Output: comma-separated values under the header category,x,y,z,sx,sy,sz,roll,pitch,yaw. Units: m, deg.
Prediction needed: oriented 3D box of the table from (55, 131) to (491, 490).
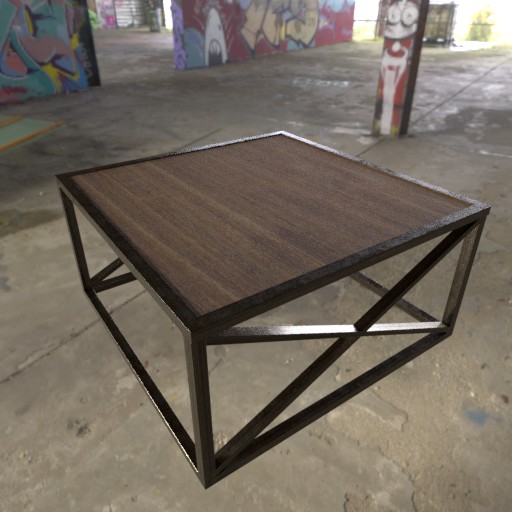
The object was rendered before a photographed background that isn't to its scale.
category,x,y,z,sx,sy,sz,roll,pitch,yaw
table,0.000,0.000,1.398,0.899,0.451,0.909,-20,36,-29
